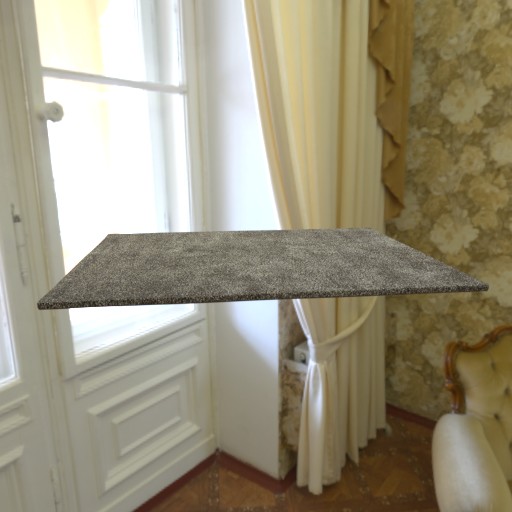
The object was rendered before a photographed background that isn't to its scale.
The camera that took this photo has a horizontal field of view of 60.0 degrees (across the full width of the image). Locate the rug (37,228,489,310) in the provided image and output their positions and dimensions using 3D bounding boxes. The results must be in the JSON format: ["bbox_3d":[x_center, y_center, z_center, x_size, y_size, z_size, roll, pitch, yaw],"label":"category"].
[{"bbox_3d":[0.000,0.000,2.124,1.601,0.025,1.198,-2,14,-7],"label":"rug"}]
